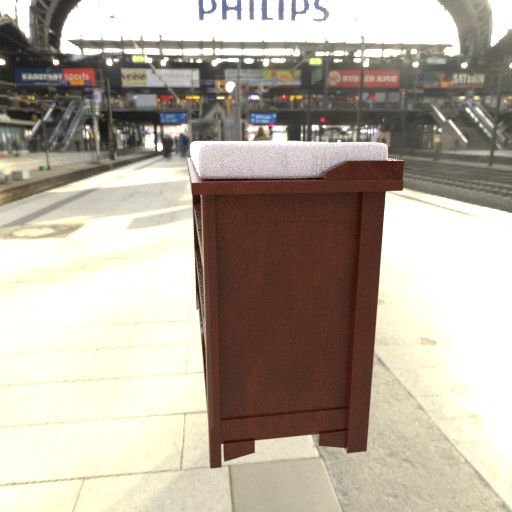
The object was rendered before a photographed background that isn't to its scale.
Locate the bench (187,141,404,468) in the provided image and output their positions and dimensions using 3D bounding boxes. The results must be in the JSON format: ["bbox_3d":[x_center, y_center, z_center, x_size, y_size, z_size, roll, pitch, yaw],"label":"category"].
[{"bbox_3d":[0.000,0.000,1.287,0.369,0.646,0.987,-2,15,-9],"label":"bench"}]
